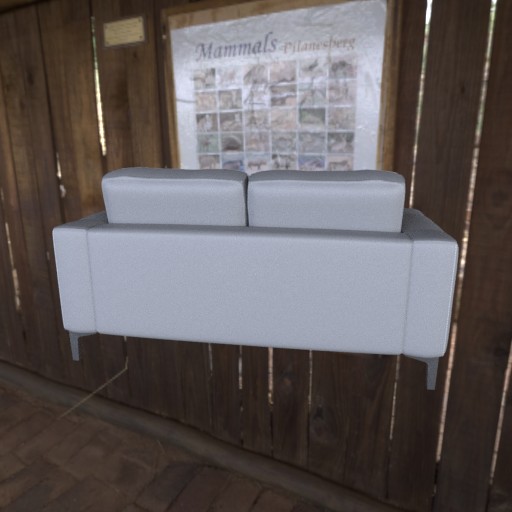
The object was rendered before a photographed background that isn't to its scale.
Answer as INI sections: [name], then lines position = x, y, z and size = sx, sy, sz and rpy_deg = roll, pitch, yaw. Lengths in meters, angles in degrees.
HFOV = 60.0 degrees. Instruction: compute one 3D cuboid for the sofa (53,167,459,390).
[sofa]
position = 0.000, 0.000, 2.239
size = 1.726, 0.892, 0.833
rpy_deg = 2, 15, 9
